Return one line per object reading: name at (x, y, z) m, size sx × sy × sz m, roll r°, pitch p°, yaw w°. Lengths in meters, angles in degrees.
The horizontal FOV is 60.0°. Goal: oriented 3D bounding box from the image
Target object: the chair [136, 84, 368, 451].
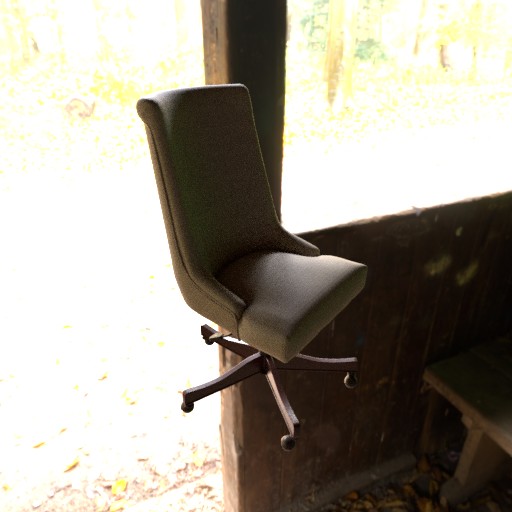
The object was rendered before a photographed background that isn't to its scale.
chair at (0.000, 0.000, 1.475) m, size 0.696 × 1.010 × 0.645 m, roll 19°, pitch 32°, yaw 32°
